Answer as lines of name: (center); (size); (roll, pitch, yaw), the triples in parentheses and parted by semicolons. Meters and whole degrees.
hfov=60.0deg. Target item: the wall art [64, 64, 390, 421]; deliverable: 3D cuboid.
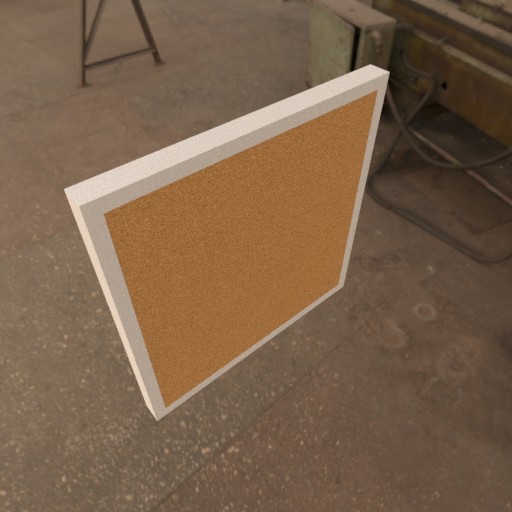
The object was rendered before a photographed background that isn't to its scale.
wall art: (0.000, 0.000, 0.762); (0.507, 0.508, 0.038); (-31, 53, -27)
